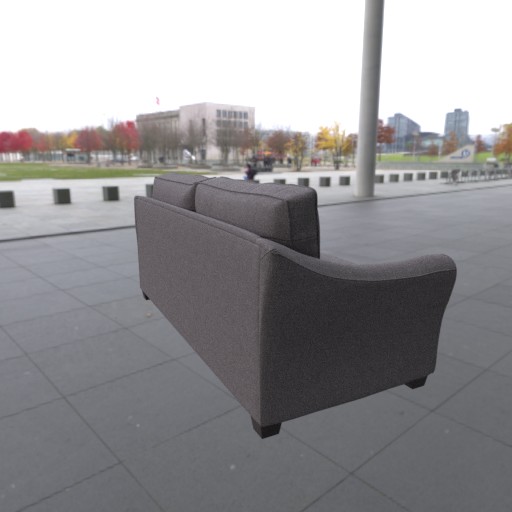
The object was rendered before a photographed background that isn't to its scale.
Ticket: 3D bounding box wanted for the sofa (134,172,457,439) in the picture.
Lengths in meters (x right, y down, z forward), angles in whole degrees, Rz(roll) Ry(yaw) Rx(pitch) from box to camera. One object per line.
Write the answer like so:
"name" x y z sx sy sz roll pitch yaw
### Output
"sofa" 0.000 0.000 2.721 1.013 0.976 2.203 -6 14 -26
